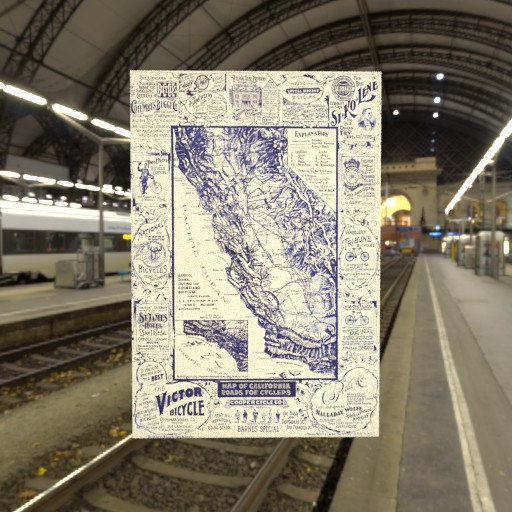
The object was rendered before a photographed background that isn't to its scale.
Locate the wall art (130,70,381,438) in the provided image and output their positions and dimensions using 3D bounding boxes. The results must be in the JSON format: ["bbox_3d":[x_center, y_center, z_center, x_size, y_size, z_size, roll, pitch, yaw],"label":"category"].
[{"bbox_3d":[0.000,0.000,0.466,0.255,0.376,0.025,0,1,-1],"label":"wall art"}]
